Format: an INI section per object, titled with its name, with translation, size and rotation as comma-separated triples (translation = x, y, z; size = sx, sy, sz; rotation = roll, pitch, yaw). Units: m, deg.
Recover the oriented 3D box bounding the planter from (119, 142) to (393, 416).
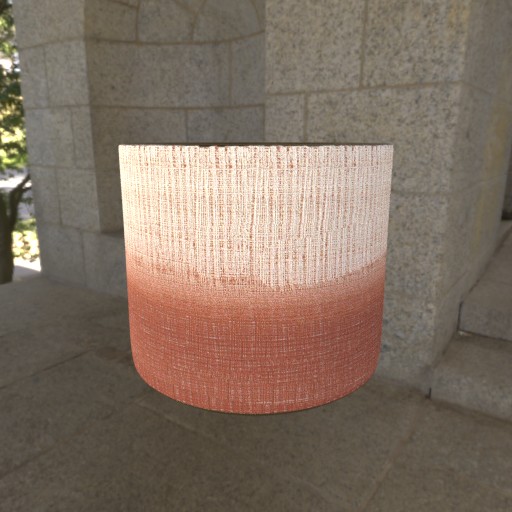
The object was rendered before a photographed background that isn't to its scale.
[planter]
translation = 0.000, 0.000, 0.447
size = 0.254, 0.221, 0.254
rotation = 0, 15, 0
